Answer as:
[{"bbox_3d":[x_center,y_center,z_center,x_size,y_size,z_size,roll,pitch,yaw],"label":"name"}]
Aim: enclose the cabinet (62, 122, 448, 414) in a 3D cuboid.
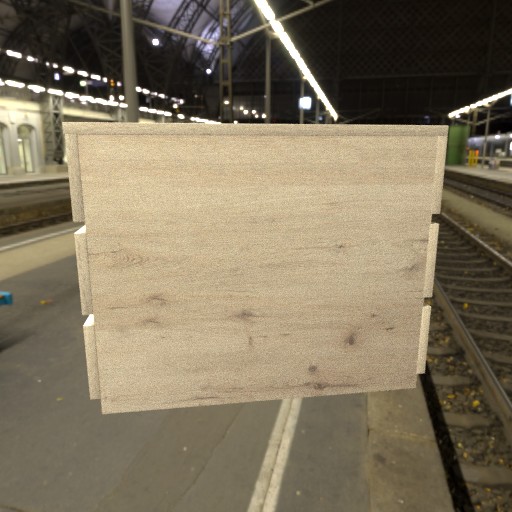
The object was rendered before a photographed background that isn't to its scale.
[{"bbox_3d":[0.000,0.000,1.476,1.040,0.820,0.420,-2,14,-8],"label":"cabinet"}]
